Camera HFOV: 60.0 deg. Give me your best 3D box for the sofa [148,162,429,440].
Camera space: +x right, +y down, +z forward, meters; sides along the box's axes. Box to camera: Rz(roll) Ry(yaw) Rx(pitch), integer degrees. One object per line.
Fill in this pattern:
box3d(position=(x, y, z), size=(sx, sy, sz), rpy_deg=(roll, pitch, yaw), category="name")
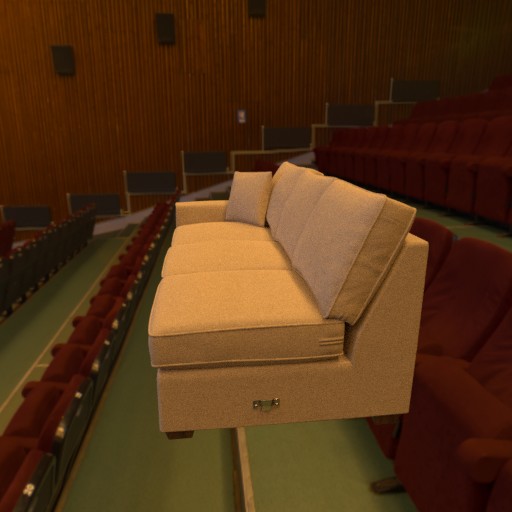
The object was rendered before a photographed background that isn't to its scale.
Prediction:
box3d(position=(0.000, 0.000, 2.528), size=(1.034, 0.946, 1.962), rpy_deg=(-2, 16, -7), category="sofa")
